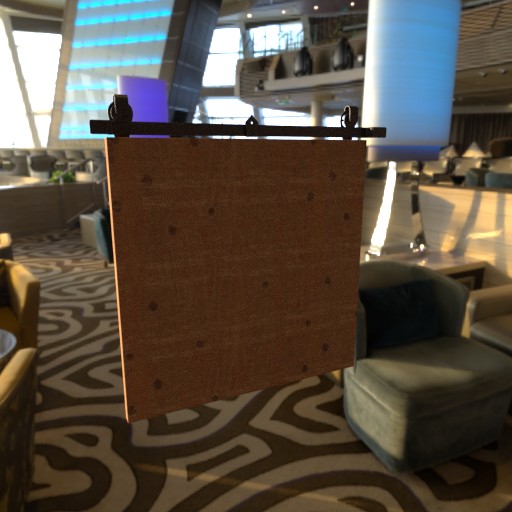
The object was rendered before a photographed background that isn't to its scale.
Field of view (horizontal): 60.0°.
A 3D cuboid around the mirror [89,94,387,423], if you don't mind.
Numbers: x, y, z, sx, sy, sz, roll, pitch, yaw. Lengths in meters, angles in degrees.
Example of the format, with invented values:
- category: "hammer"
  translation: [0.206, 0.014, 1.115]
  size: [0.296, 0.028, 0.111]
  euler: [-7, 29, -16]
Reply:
- category: "mirror"
  translation: [0.000, 0.000, 1.206]
  size: [0.805, 0.800, 0.054]
  euler: [-6, 15, -25]
